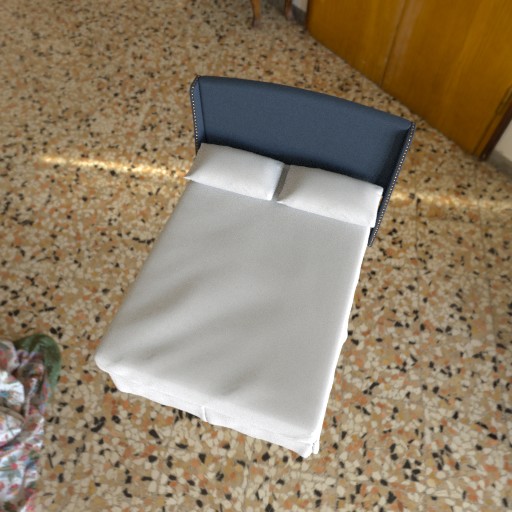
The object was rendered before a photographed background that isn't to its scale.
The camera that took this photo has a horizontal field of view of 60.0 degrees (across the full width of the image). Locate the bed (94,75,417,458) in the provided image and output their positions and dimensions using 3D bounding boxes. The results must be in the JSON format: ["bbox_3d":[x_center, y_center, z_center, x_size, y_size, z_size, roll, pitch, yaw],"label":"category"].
[{"bbox_3d":[0.000,0.000,3.315,1.710,1.407,2.237,16,59,10],"label":"bed"}]
